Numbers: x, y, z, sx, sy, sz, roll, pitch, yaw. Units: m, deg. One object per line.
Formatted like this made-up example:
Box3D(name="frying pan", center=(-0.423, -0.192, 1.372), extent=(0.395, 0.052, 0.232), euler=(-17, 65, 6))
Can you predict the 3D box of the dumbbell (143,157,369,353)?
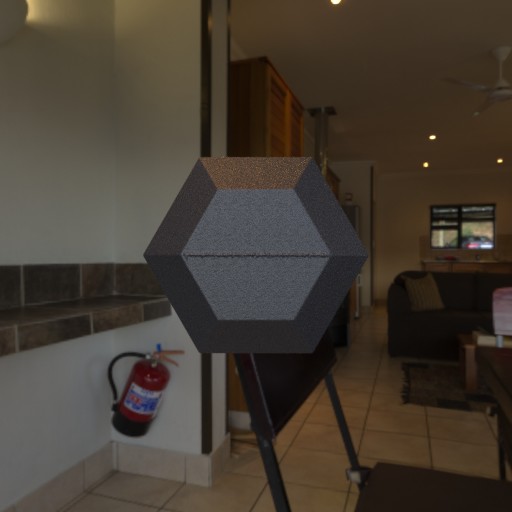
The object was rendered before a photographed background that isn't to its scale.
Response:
Box3D(name="dumbbell", center=(0.000, 0.000, 0.325), extent=(0.106, 0.092, 0.272), euler=(0, 0, 0))
